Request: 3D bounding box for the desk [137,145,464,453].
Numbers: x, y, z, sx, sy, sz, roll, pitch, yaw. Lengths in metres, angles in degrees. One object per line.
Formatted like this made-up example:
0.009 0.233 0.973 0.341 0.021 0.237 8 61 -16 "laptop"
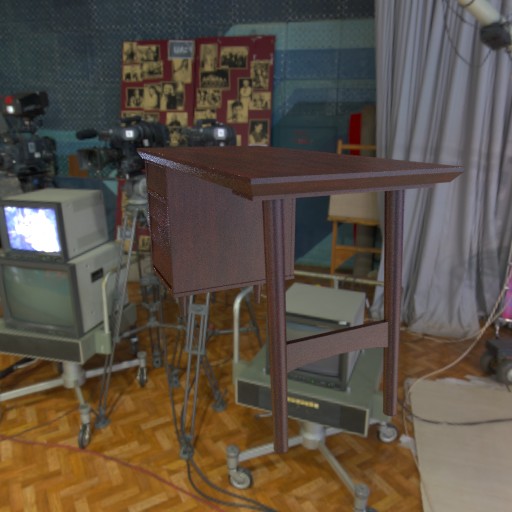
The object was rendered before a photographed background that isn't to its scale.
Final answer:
0.000 0.000 1.699 0.612 0.758 1.277 -8 18 -24 "desk"
